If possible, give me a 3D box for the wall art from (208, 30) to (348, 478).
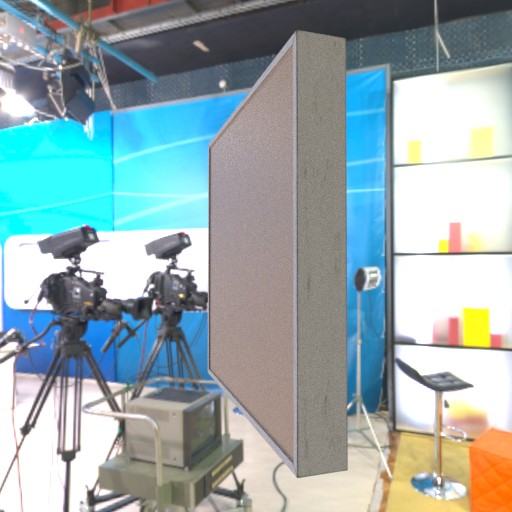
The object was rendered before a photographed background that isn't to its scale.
[{"bbox_3d":[0.000,0.000,0.452,0.038,0.305,0.305,0,-1,-18],"label":"wall art"}]
